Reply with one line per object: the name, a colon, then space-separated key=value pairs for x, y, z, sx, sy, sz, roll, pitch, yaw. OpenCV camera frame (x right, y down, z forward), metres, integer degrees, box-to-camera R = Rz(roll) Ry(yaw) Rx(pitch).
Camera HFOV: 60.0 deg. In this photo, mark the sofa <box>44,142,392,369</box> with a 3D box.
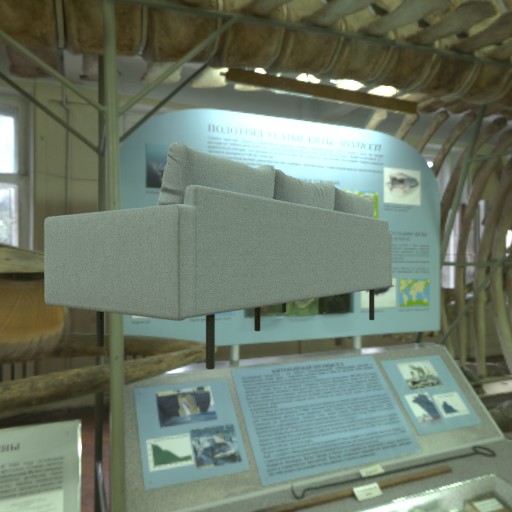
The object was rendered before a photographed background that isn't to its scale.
sofa: x=0.000 y=0.000 z=2.463 sx=0.850 sy=0.830 sz=2.000 roll=0 pitch=0 yaw=36
